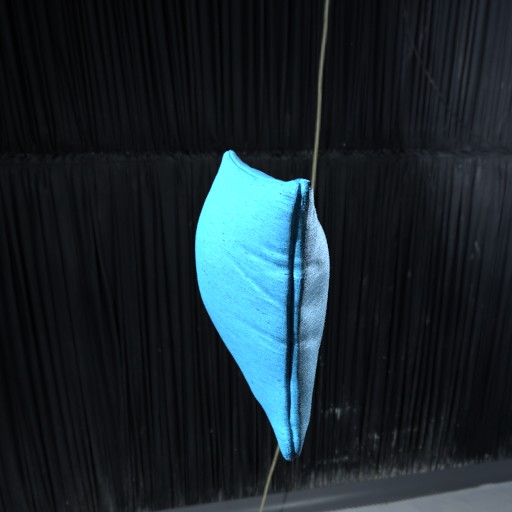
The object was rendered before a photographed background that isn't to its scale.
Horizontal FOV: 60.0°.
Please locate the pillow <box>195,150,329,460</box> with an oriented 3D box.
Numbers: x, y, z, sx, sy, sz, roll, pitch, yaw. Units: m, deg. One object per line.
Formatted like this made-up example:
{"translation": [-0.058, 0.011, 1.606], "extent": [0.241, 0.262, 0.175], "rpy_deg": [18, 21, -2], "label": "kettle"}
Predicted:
{"translation": [0.000, 0.000, 0.788], "extent": [0.210, 0.338, 0.633], "rpy_deg": [-3, 16, -10], "label": "pillow"}
